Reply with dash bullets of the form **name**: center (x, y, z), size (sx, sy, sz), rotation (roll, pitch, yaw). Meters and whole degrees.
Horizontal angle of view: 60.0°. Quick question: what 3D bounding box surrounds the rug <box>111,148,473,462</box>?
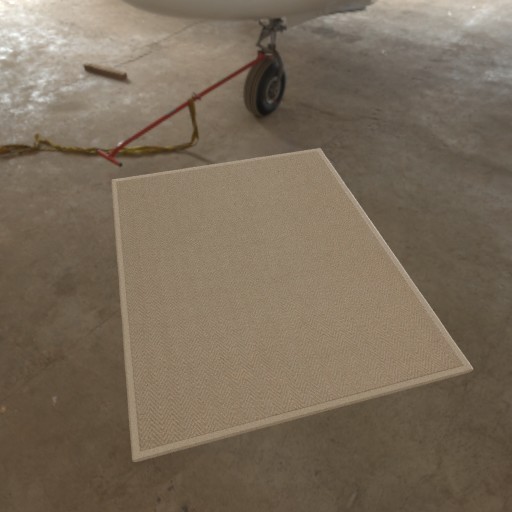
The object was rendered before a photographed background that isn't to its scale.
- **rug**: center (0.000, 0.000, 3.978), size (2.407, 0.020, 3.051), rotation (-11, 46, -11)
